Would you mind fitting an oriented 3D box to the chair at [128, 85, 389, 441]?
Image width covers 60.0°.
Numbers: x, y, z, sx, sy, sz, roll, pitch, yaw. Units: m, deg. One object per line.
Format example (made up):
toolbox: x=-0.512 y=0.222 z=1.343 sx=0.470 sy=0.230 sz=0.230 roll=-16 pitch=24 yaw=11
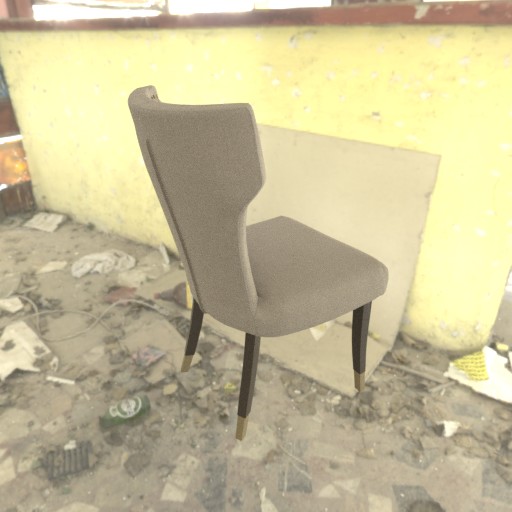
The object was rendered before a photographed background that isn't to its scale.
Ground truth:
chair: x=0.000 y=0.000 z=1.331 sx=0.630 sy=0.950 sz=0.526 roll=-18 pitch=31 yaw=-31
